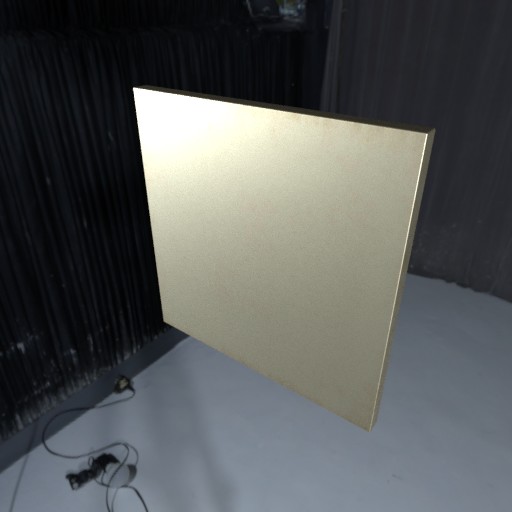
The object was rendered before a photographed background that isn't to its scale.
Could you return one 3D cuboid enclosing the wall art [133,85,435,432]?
[{"bbox_3d":[0.000,0.000,0.765,0.503,0.506,0.030,20,36,31],"label":"wall art"}]
